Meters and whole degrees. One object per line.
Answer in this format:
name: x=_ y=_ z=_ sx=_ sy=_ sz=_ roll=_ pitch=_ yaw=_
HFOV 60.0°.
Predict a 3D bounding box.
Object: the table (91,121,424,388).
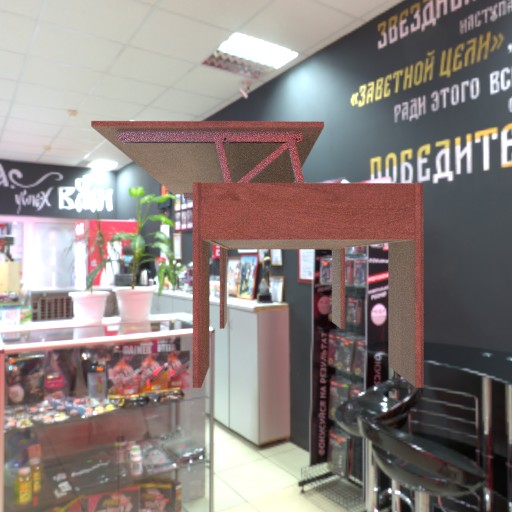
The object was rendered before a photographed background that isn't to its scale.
table: x=0.000 y=0.000 z=1.443 sx=0.711 sy=0.570 sz=1.000 roll=0 pitch=0 yaw=-1
